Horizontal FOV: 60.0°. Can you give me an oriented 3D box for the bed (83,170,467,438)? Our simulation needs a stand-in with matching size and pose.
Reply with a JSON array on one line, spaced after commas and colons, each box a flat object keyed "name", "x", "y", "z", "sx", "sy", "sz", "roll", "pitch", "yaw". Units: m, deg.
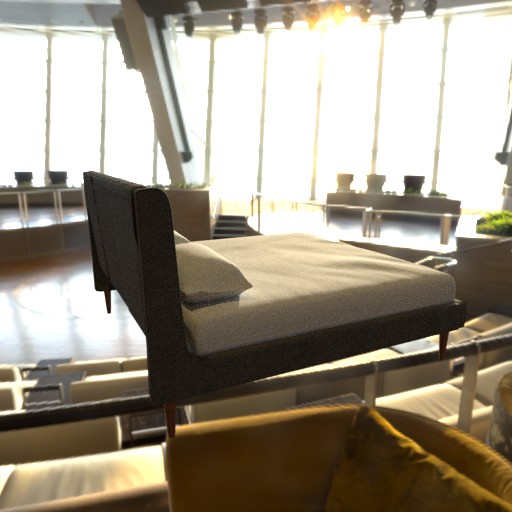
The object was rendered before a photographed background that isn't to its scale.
[{"name": "bed", "x": 0.000, "y": 0.000, "z": 2.511, "sx": 1.638, "sy": 0.933, "sz": 1.531, "roll": -7, "pitch": 15, "yaw": -26}]
